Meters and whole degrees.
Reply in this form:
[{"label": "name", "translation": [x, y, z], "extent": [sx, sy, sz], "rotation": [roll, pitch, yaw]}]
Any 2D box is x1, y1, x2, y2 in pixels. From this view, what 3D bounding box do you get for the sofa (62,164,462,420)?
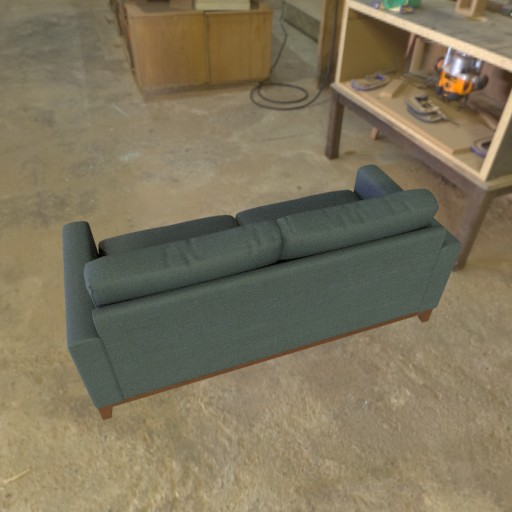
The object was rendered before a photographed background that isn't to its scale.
[{"label": "sofa", "translation": [0.000, 0.000, 2.401], "extent": [1.900, 0.865, 0.877], "rotation": [-13, 43, -14]}]
